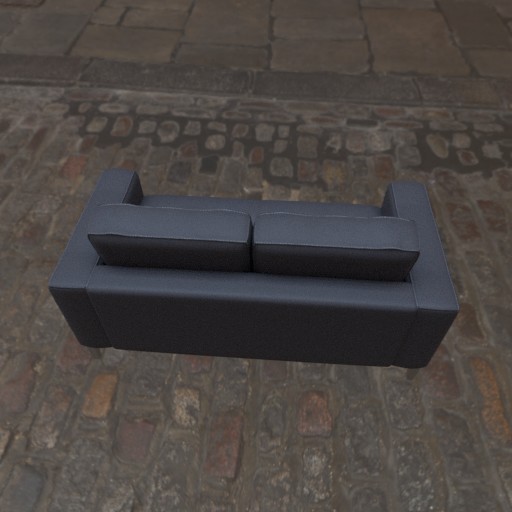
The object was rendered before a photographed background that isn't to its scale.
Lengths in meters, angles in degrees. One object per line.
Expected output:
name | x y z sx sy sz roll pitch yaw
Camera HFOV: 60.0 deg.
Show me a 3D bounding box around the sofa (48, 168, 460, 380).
sofa | 0.000 0.000 2.201 1.726 0.893 0.833 3 48 3
